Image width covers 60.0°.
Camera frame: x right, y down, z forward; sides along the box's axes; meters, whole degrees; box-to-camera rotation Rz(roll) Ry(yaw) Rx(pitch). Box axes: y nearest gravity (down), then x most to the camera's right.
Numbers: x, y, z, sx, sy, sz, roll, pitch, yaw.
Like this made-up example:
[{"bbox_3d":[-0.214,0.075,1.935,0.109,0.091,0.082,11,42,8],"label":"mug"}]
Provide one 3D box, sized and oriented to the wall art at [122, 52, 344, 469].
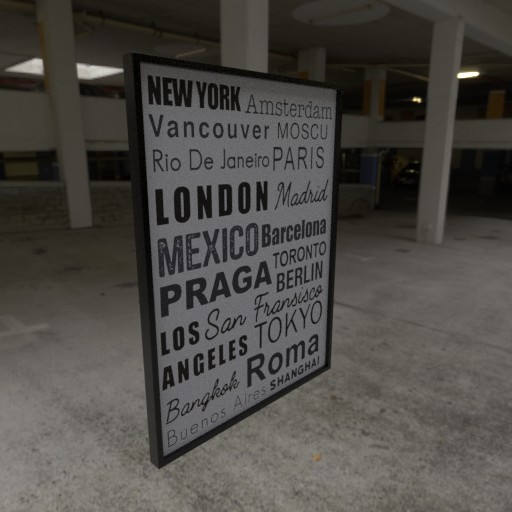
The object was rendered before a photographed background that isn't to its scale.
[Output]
[{"bbox_3d":[0.000,0.000,1.357,0.043,1.046,0.788,14,20,43],"label":"wall art"}]
